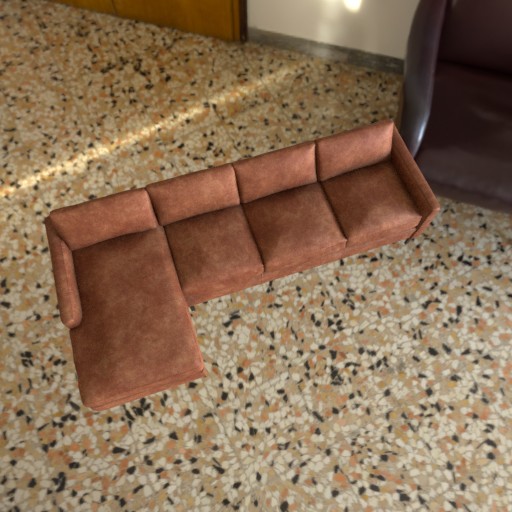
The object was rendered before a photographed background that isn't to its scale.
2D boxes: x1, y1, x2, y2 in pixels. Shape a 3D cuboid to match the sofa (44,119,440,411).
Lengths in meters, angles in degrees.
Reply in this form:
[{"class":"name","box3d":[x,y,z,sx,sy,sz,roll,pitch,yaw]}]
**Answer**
[{"class":"sofa","box3d":[0.000,0.000,3.531,2.993,0.859,1.471,-17,67,-8]}]
